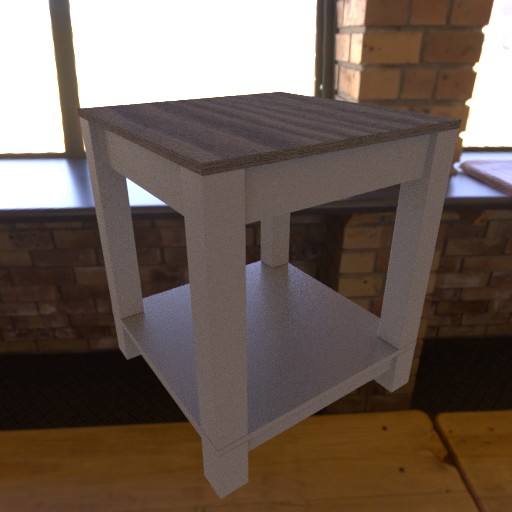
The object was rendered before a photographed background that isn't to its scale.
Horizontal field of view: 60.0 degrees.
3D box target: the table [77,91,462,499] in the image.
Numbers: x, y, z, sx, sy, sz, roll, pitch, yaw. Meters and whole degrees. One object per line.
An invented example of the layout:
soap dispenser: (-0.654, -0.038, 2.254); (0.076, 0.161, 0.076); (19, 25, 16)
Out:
table: (0.000, 0.000, 0.946); (0.504, 0.587, 0.506); (-17, 31, -31)
